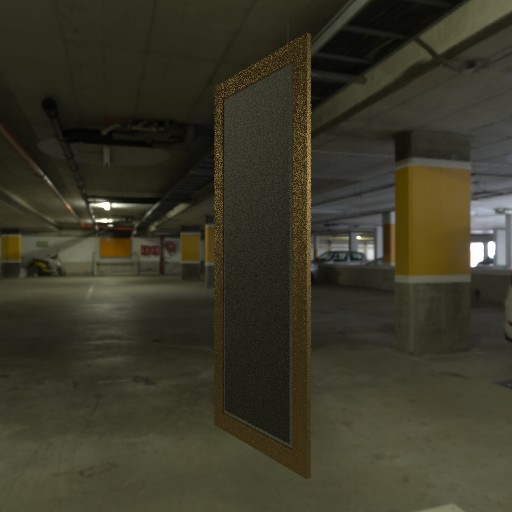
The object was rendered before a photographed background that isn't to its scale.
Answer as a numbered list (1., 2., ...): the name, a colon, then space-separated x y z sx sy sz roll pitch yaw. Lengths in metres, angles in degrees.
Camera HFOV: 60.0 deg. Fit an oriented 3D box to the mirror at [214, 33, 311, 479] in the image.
1. mirror: 0.000 0.000 2.350 0.025 2.031 0.812 0 0 -36
